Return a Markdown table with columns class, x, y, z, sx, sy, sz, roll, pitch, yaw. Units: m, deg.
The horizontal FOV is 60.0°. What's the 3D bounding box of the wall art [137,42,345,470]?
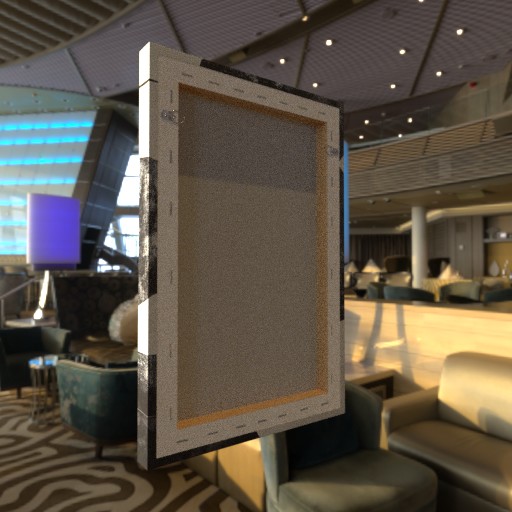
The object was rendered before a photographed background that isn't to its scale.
| class | x | y | z | sx | sy | sz | roll | pitch | yaw |
| --- | --- | --- | --- | --- | --- | --- | --- | --- | --- |
| wall art | 0.000 | 0.000 | 0.765 | 0.407 | 0.610 | 0.039 | 1 | -1 | -36 |
